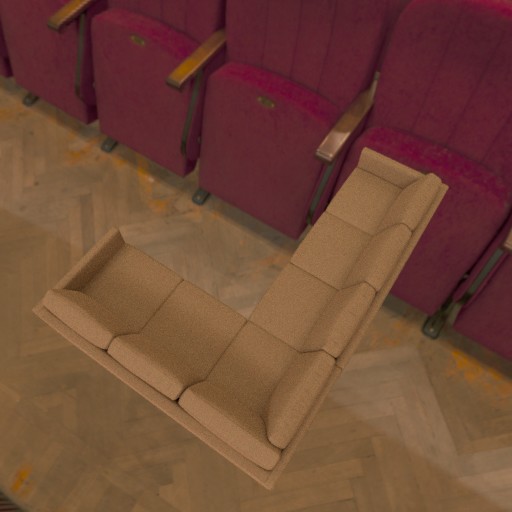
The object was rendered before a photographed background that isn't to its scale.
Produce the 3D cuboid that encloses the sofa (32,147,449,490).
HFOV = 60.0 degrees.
[{"bbox_3d":[0.000,0.000,4.236,2.432,0.871,3.182,31,66,15],"label":"sofa"}]
